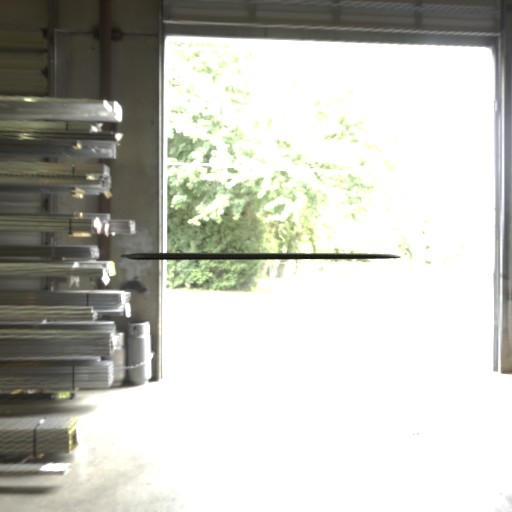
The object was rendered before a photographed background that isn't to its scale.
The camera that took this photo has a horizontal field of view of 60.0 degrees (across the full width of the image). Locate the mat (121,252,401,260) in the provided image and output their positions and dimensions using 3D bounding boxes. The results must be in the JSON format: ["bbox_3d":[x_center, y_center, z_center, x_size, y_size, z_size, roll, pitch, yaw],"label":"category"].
[{"bbox_3d":[0.000,0.000,1.599,0.917,0.016,1.220,0,0,-18],"label":"mat"}]
